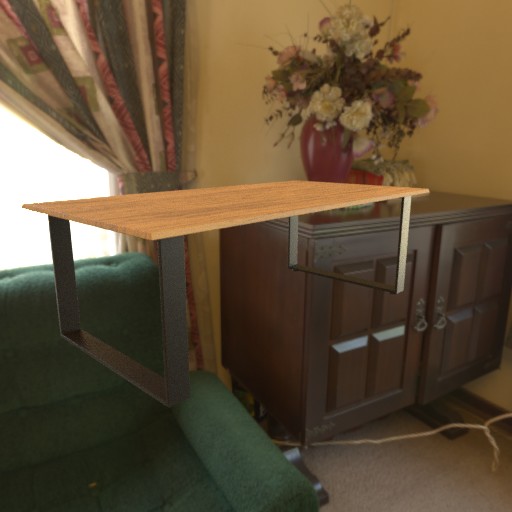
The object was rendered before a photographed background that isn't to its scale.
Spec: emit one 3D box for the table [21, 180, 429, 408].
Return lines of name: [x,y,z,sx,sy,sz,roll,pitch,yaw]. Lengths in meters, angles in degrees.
table: [0.000,0.000,1.623,0.693,0.445,1.331,13,19,42]
